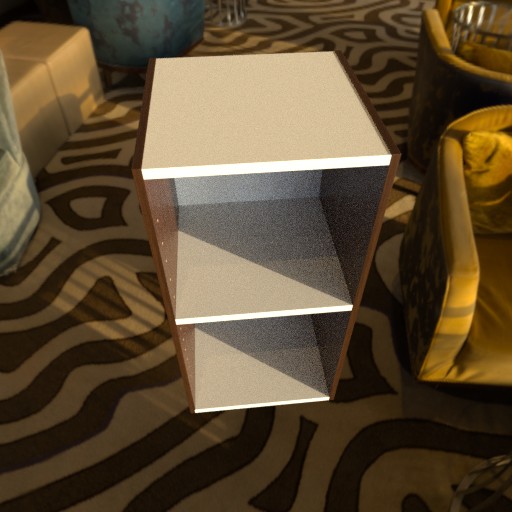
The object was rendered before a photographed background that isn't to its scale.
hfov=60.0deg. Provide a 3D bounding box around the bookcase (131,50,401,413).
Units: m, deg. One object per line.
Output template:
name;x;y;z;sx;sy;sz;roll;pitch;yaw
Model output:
bookcase;0.000;0.000;0.801;0.300;0.600;0.290;-4;46;-4
